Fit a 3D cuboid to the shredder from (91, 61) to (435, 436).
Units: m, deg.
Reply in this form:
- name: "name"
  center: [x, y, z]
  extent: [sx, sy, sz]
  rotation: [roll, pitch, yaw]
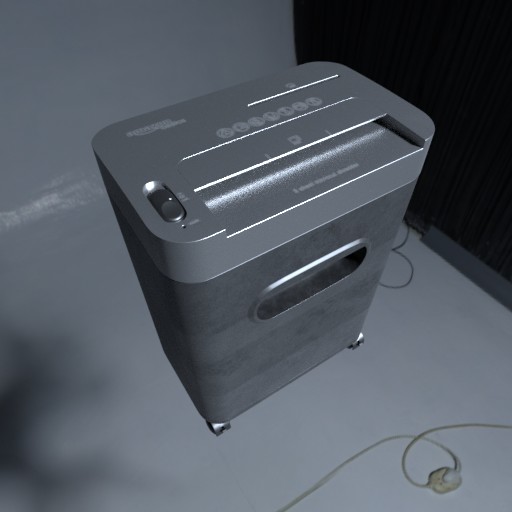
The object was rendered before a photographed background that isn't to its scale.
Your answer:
- name: "shredder"
  center: [0.000, 0.000, 0.603]
  extent: [0.311, 0.419, 0.237]
  rotation: [-26, 53, -21]
